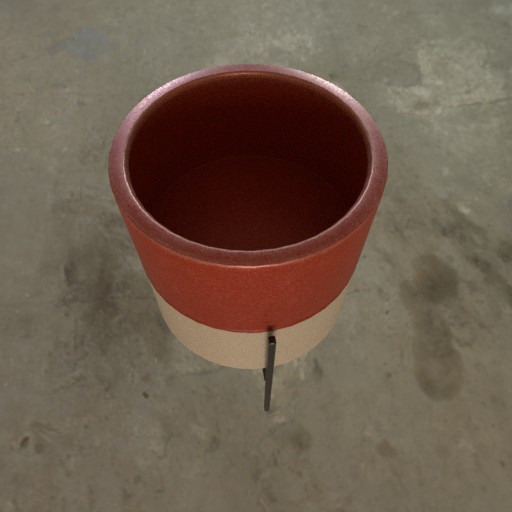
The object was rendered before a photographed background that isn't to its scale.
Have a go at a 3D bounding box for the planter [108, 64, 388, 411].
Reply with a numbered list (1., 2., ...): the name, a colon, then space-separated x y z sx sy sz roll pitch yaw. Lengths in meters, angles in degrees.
1. planter: 0.000 0.000 0.522 0.251 0.354 0.235 -34 63 -19
